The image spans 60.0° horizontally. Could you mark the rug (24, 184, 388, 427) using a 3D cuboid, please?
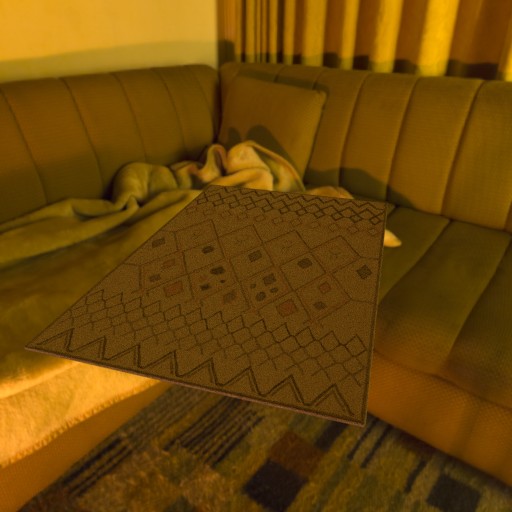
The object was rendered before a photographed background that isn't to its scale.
[{"bbox_3d":[0.000,0.000,2.229,1.219,0.016,1.829,8,30,15],"label":"rug"}]
